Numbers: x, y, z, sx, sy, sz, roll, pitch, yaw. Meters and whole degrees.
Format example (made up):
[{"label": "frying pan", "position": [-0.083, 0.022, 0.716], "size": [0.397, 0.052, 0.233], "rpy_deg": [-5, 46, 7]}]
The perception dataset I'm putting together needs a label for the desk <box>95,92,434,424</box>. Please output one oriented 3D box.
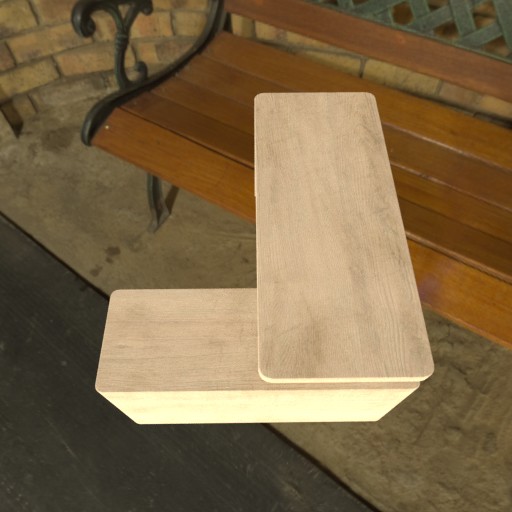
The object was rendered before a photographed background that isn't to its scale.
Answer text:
[{"label": "desk", "position": [0.000, 0.000, 2.140], "size": [1.175, 0.770, 1.400], "rpy_deg": [-1, 59, 0]}]
